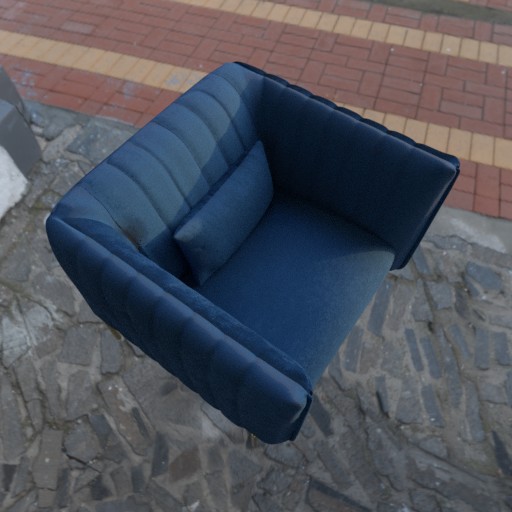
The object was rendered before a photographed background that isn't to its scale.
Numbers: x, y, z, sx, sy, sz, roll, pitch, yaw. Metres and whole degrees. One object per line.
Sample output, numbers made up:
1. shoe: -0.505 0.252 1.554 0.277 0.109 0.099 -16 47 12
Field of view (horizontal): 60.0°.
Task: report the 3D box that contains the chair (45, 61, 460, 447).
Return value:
1. chair: 0.000 0.000 1.543 0.877 0.793 0.947 32 64 18
